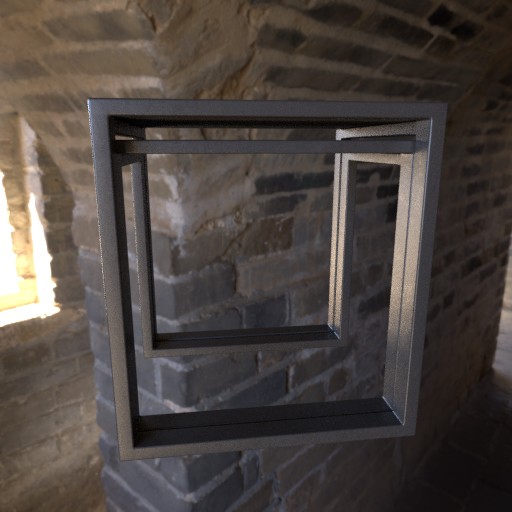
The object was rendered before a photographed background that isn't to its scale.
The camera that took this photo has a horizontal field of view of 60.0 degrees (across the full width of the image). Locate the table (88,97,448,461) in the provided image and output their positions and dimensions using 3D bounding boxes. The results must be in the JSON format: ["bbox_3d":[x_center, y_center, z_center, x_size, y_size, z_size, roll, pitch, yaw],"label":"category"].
[{"bbox_3d":[0.000,0.000,0.886,0.500,0.550,0.449,-2,14,-7],"label":"table"}]
